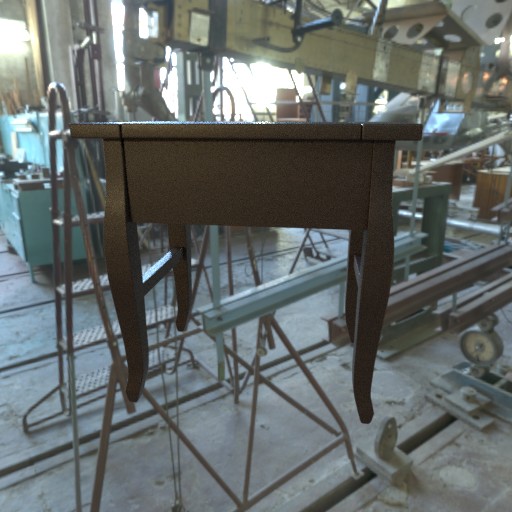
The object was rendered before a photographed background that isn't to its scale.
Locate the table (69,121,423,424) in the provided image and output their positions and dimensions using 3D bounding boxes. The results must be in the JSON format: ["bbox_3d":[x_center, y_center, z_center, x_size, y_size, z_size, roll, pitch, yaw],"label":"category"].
[{"bbox_3d":[0.000,0.000,1.048,0.602,0.605,0.460,2,17,8],"label":"table"}]
